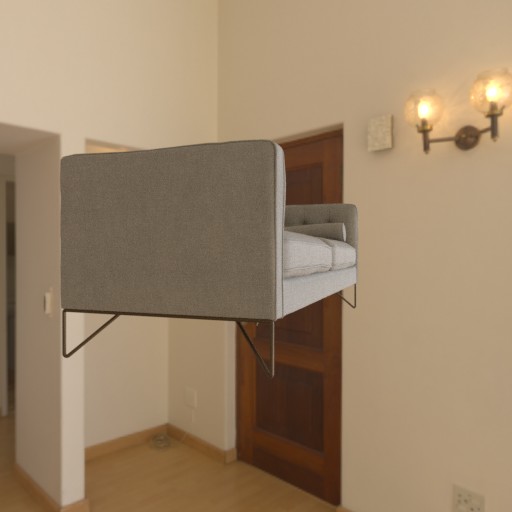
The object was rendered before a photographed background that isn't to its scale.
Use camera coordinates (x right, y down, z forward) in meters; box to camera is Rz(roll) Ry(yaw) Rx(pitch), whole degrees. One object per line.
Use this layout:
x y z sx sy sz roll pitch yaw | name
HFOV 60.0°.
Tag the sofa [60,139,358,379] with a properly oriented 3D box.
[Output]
0.000 0.000 2.548 0.912 0.798 2.079 0 0 20 | sofa
